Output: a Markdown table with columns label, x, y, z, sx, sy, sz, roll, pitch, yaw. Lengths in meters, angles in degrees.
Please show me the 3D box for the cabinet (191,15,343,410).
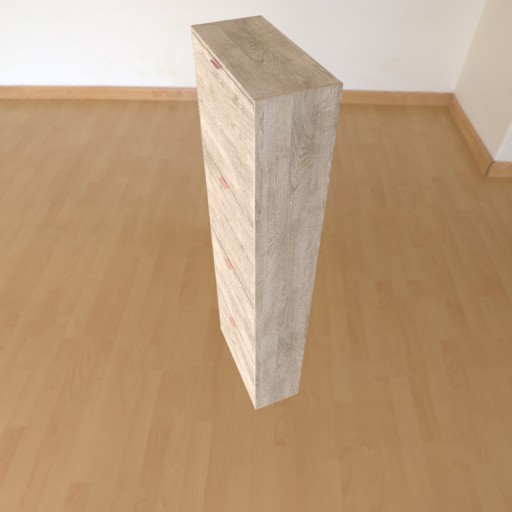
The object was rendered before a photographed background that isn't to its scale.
| label | x | y | z | sx | sy | sz | roll | pitch | yaw |
| --- | --- | --- | --- | --- | --- | --- | --- | --- | --- |
| cabinet | 0.000 | 0.000 | 1.809 | 0.250 | 1.630 | 0.520 | -17 | 49 | -15 |
